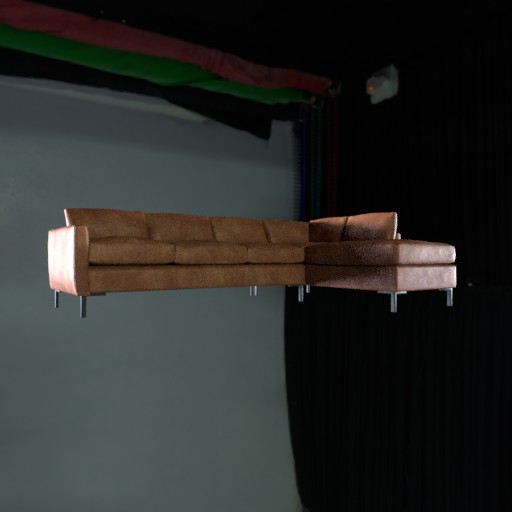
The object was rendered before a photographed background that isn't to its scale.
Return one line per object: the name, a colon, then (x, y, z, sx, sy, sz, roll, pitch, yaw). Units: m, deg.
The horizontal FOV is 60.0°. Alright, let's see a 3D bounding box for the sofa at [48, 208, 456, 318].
sofa: (0.000, 0.000, 3.824, 2.984, 0.877, 1.938, 0, 0, -35)
